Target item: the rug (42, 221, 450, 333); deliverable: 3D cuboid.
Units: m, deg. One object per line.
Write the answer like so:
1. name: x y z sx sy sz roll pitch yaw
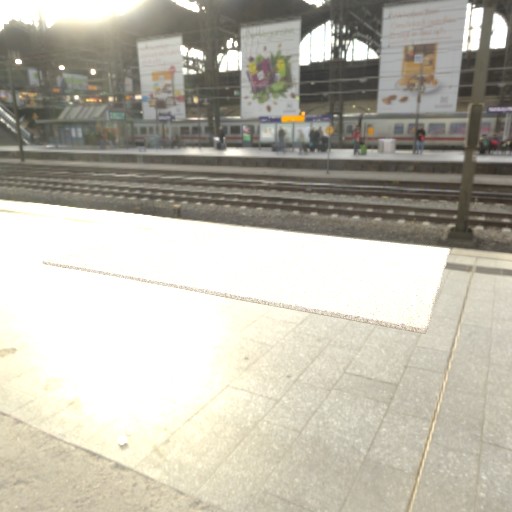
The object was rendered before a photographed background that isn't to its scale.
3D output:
1. rug: 0.000 0.000 3.517 2.743 0.030 1.778 7 17 25
